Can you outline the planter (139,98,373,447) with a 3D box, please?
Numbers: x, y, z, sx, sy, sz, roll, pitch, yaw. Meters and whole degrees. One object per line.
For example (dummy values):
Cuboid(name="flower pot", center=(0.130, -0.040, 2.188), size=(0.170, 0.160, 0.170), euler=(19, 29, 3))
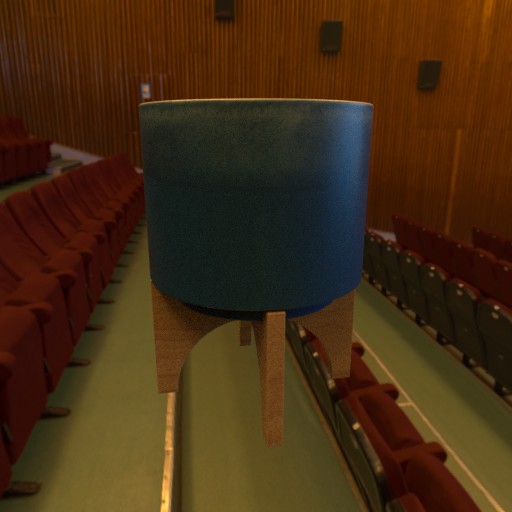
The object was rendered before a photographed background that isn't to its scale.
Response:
Cuboid(name="planter", center=(0.000, 0.000, 0.410), size=(0.192, 0.263, 0.192), euler=(0, 16, 0))
